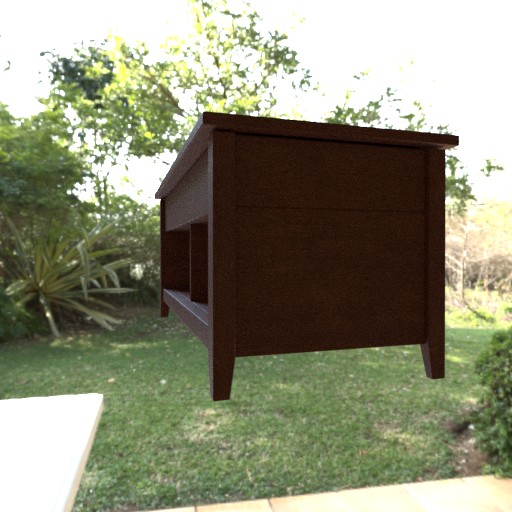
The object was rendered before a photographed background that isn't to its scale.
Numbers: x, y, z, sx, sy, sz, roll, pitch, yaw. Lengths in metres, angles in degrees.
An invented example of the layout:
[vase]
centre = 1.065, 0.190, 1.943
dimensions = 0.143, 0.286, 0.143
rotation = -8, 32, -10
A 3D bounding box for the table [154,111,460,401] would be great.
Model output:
[table]
centre = 0.000, 0.000, 1.242
dimensions = 0.483, 0.457, 1.016
rotation = 0, 0, -17
